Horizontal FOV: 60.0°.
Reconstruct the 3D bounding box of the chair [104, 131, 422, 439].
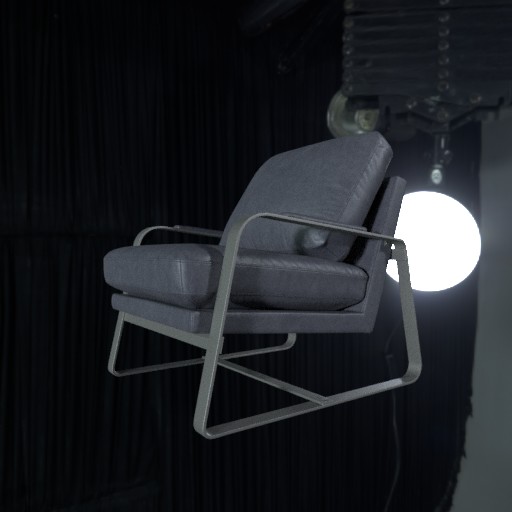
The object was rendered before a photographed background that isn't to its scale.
[{"bbox_3d":[0.000,0.000,1.513,0.878,0.839,0.692,0,0,-36],"label":"chair"}]
